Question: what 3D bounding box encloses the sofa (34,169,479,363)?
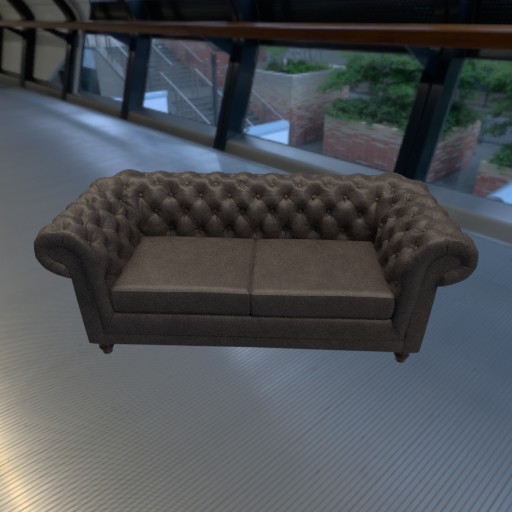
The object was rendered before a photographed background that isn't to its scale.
[{"bbox_3d":[0.000,0.000,2.537,2.048,0.779,0.944,1,29,2],"label":"sofa"}]
